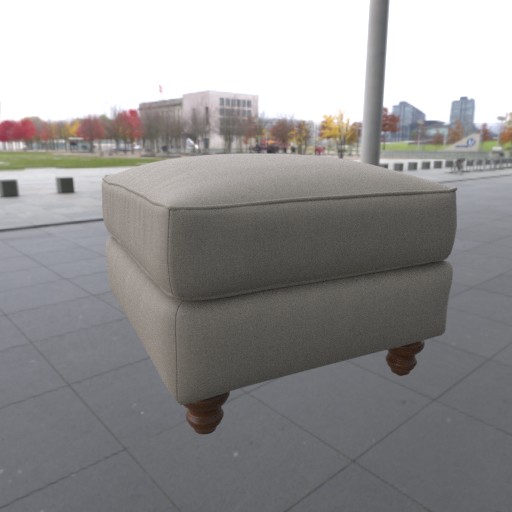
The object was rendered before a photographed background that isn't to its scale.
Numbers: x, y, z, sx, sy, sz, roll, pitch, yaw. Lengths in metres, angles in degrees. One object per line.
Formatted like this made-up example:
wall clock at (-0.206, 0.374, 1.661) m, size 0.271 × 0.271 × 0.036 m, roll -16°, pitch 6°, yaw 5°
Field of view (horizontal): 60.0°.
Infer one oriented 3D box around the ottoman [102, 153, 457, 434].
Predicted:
ottoman at (0.000, 0.000, 1.123) m, size 0.662 × 0.505 × 0.716 m, roll -7°, pitch 16°, yaw -26°
